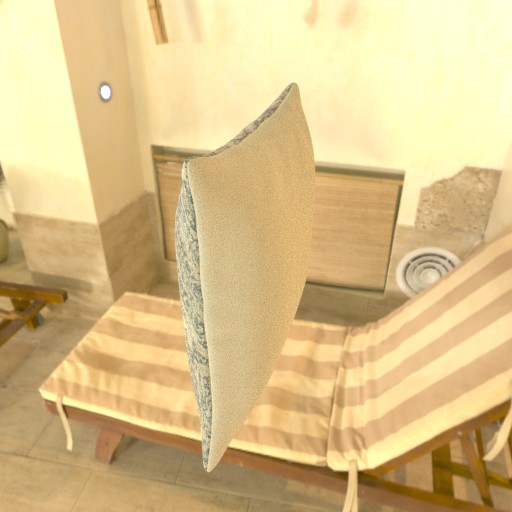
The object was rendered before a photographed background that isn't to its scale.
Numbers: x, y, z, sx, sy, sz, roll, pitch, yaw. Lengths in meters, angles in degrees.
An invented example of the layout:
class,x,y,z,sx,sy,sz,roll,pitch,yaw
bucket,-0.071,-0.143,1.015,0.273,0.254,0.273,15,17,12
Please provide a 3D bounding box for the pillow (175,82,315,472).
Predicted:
class,x,y,z,sx,sy,sz,roll,pitch,yaw
pillow,0.000,0.000,0.787,0.166,0.510,0.523,8,31,14
